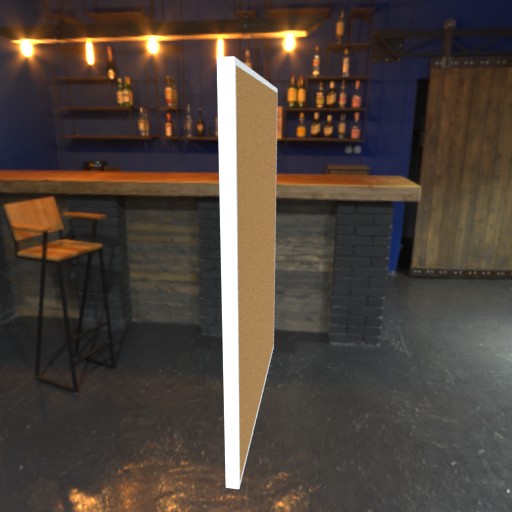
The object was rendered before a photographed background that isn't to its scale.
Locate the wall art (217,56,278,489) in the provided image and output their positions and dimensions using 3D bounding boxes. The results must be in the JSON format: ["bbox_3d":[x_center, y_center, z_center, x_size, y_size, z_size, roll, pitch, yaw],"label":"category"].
[{"bbox_3d":[0.000,0.000,1.400,0.039,1.050,0.795,2,16,8],"label":"wall art"}]
